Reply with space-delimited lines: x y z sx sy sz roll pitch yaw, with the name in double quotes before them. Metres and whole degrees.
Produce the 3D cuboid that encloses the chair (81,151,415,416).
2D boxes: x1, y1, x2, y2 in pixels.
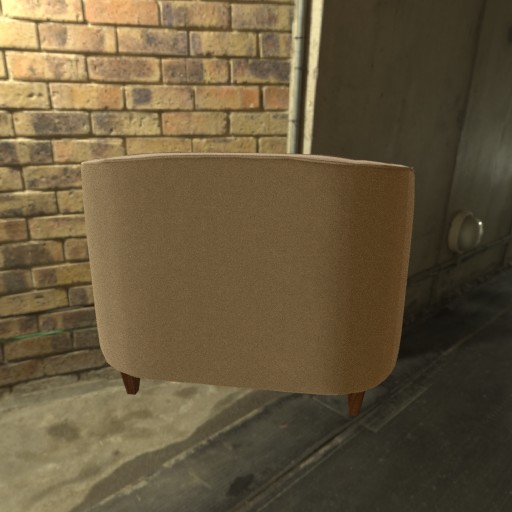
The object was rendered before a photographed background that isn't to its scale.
"chair" 0.000 0.000 1.753 1.104 0.852 0.941 3 17 8
